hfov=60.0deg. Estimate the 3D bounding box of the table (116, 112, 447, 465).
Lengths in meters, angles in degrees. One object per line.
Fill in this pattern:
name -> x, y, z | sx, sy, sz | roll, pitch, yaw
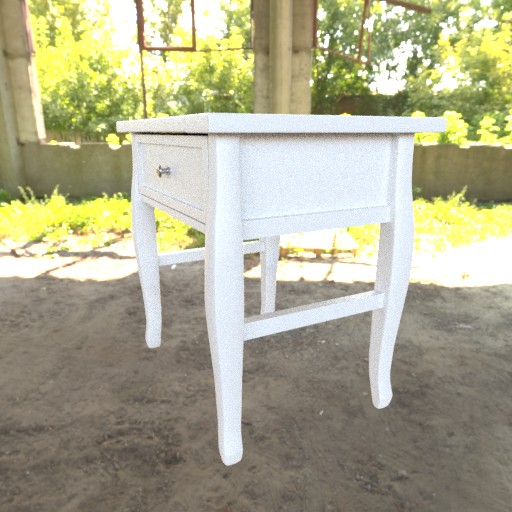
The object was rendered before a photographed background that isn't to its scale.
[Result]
table -> 0.000, 0.000, 1.025 | 0.463, 0.605, 0.599 | -8, 18, -27
